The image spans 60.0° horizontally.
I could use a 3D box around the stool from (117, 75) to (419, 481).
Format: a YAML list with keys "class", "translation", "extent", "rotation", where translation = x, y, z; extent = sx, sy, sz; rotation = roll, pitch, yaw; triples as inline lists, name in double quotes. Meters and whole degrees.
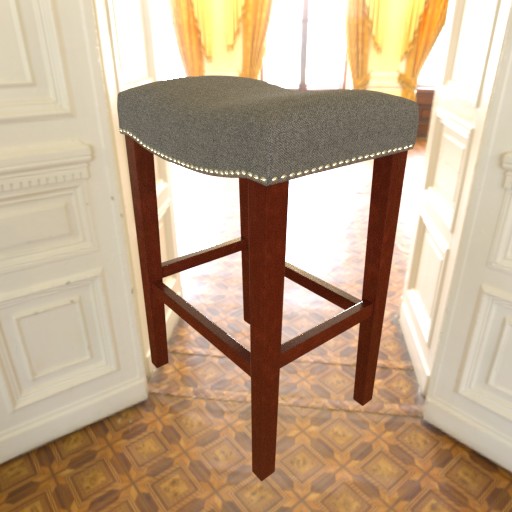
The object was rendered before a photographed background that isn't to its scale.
- class: "stool"
  translation: [0.000, 0.000, 1.015]
  extent: [0.372, 0.742, 0.504]
  rotation: [-20, 33, -35]
